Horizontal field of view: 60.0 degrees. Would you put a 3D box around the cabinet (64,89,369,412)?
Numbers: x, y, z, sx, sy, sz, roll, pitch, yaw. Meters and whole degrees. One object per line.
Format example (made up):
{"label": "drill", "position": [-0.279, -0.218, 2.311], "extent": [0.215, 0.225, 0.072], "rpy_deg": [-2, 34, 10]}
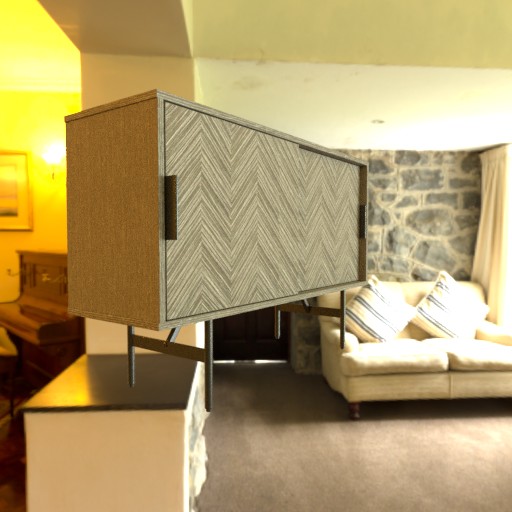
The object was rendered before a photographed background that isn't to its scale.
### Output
{"label": "cabinet", "position": [0.000, 0.000, 1.570], "extent": [0.405, 0.787, 1.194], "rpy_deg": [2, 3, 36]}
